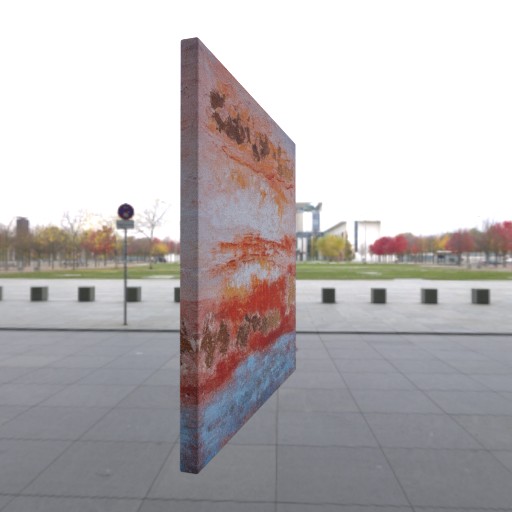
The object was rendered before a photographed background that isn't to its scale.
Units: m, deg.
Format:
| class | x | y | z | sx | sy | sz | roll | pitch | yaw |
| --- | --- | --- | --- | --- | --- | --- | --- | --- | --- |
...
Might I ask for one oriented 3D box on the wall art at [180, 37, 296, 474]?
| class | x | y | z | sx | sy | sz | roll | pitch | yaw |
| --- | --- | --- | --- | --- | --- | --- | --- | --- | --- |
| wall art | 0.000 | 0.000 | 1.113 | 0.035 | 0.747 | 0.747 | 0 | 0 | 18 |
